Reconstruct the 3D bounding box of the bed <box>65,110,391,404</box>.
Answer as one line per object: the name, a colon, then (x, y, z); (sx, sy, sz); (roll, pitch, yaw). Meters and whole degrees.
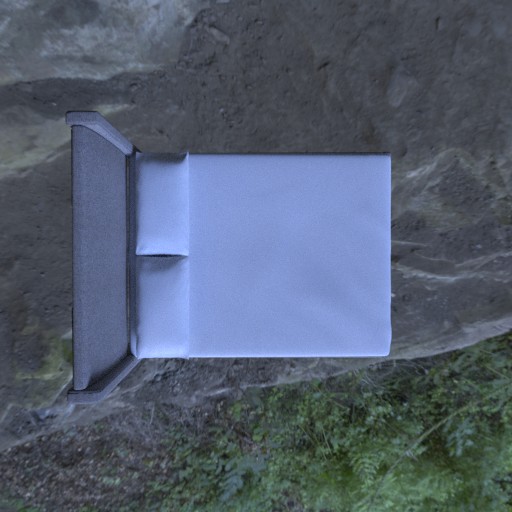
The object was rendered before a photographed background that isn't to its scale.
bed: (0.000, 0.000, 3.323); (2.245, 1.476, 1.714); (0, 91, -1)
